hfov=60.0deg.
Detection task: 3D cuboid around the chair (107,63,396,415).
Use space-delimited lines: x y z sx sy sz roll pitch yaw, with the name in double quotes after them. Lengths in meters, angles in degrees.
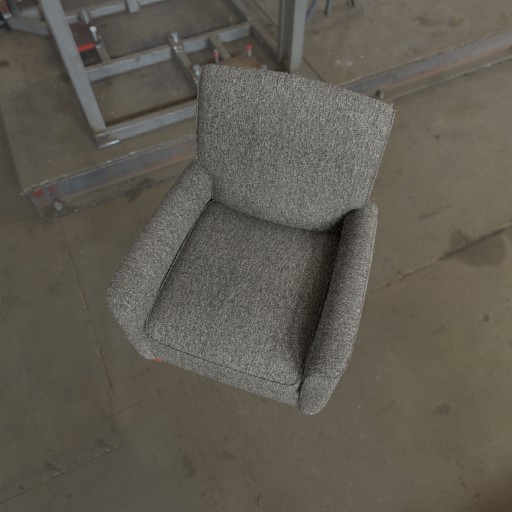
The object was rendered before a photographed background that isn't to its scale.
0.000 0.000 1.673 0.848 1.014 0.864 16 60 10 "chair"
